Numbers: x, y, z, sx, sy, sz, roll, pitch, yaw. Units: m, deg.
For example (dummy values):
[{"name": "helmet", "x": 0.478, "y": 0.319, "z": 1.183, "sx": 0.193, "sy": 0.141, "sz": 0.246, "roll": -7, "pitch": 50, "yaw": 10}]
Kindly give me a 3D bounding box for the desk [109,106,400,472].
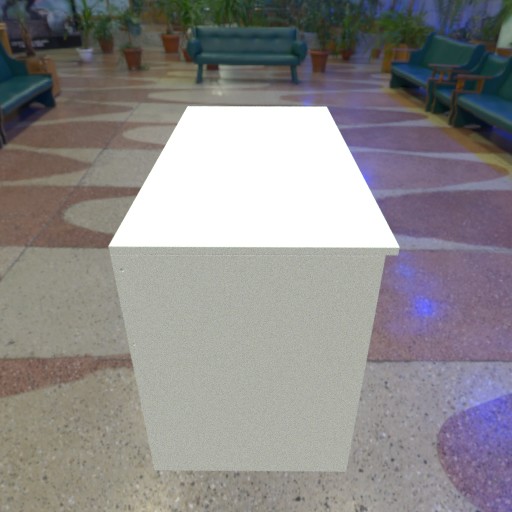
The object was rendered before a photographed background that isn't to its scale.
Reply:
[{"name": "desk", "x": 0.000, "y": 0.000, "z": 1.510, "sx": 0.560, "sy": 0.730, "sz": 1.100, "roll": 0, "pitch": 32, "yaw": 0}]
